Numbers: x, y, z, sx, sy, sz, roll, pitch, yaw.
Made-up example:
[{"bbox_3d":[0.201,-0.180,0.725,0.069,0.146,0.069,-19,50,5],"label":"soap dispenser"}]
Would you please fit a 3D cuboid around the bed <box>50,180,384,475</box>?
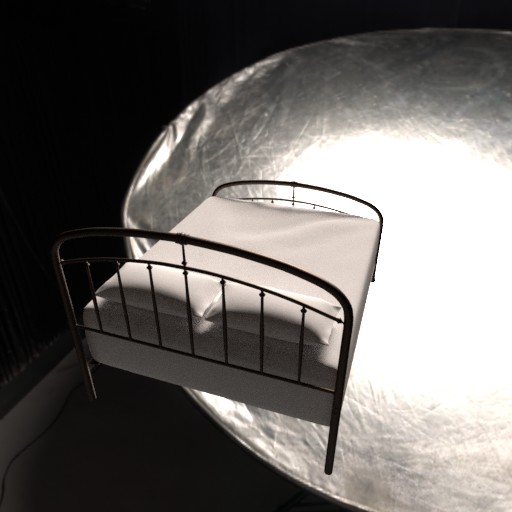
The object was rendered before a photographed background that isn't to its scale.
[{"bbox_3d":[0.000,0.000,3.327,1.711,1.425,2.180,10,32,17],"label":"bed"}]
